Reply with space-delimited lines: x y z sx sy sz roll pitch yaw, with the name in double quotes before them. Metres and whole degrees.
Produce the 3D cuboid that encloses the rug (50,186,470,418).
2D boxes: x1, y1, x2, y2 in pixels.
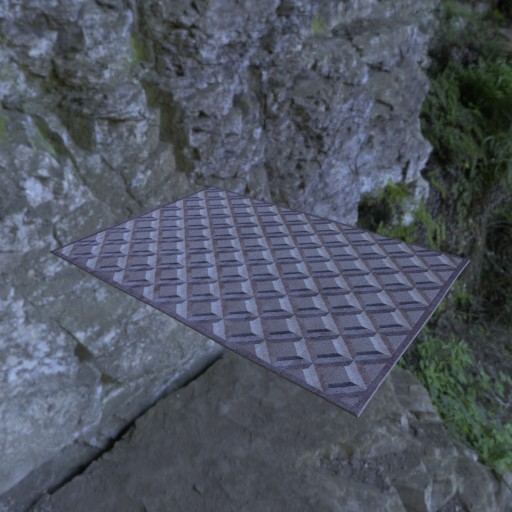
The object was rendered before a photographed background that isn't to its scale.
"rug" 0.000 0.000 2.911 2.260 0.013 1.600 21 35 32
